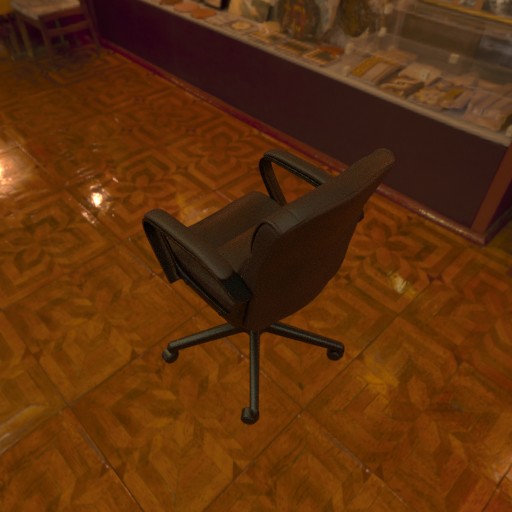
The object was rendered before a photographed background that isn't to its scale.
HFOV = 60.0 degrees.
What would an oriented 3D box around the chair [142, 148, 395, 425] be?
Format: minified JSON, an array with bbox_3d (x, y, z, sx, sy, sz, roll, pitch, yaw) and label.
[{"bbox_3d":[0.000,0.000,1.569,0.739,1.004,0.717,-33,54,-28],"label":"chair"}]
